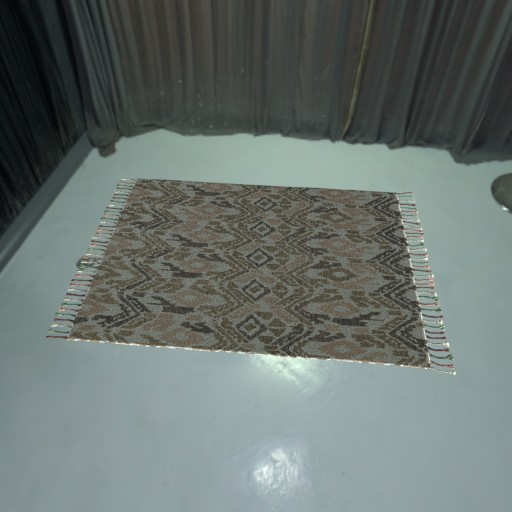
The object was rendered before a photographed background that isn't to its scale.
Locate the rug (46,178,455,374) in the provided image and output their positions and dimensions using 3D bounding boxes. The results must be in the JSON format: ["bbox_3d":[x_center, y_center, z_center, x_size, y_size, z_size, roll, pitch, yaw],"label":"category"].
[{"bbox_3d":[0.000,0.000,2.349,1.829,0.008,1.219,4,48,3],"label":"rug"}]
